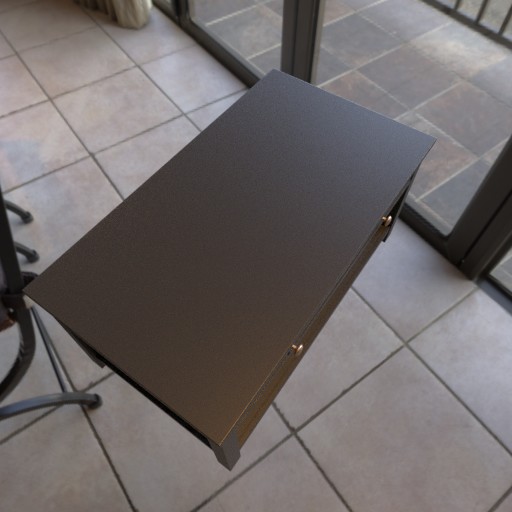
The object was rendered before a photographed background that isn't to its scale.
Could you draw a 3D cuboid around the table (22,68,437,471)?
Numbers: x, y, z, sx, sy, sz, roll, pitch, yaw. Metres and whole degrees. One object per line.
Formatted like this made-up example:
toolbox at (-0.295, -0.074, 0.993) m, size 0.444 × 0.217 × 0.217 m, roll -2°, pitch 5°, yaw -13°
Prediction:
table at (0.000, 0.000, 1.403) m, size 0.612 × 0.493 × 1.068 m, roll 31°, pitch 62°, yaw 18°
